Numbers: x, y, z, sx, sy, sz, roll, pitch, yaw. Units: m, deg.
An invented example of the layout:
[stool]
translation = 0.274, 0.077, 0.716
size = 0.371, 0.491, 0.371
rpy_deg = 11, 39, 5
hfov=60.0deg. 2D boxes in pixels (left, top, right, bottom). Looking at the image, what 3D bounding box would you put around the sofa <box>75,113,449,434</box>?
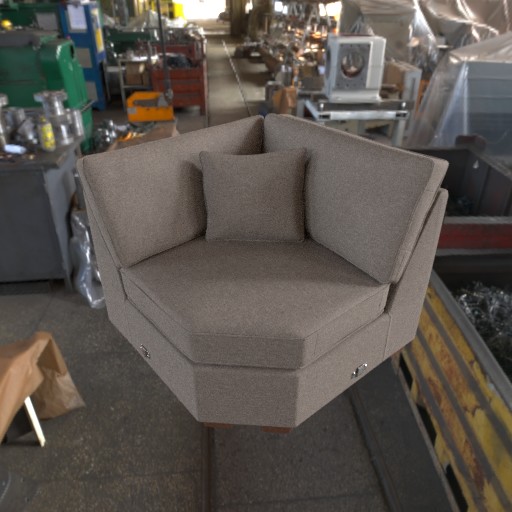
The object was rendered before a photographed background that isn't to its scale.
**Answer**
[sofa]
translation = 0.000, 0.000, 1.857
size = 1.050, 0.951, 1.042
rpy_deg = -22, 37, -33
